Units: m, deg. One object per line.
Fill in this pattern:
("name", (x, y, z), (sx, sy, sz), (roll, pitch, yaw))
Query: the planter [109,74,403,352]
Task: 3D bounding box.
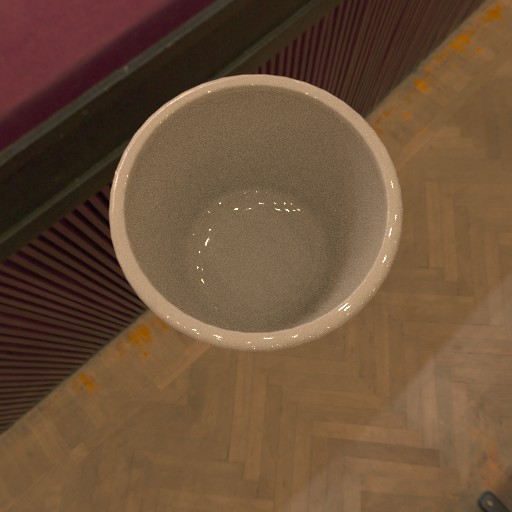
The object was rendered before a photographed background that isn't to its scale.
("planter", (0.000, 0.000, 0.484), (0.217, 0.331, 0.217), (-40, 79, -9))
